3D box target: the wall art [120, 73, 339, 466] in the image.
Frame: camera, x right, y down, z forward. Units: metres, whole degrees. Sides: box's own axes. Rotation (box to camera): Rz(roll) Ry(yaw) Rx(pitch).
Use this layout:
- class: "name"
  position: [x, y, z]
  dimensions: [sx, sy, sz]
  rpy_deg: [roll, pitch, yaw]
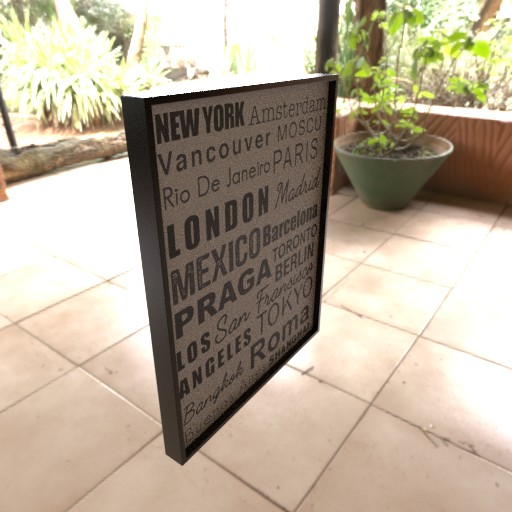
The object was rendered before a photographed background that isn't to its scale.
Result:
- class: "wall art"
  position: [0.000, 0.000, 0.752]
  dimensions: [0.038, 0.551, 0.448]
  rpy_deg: [18, 31, 32]
